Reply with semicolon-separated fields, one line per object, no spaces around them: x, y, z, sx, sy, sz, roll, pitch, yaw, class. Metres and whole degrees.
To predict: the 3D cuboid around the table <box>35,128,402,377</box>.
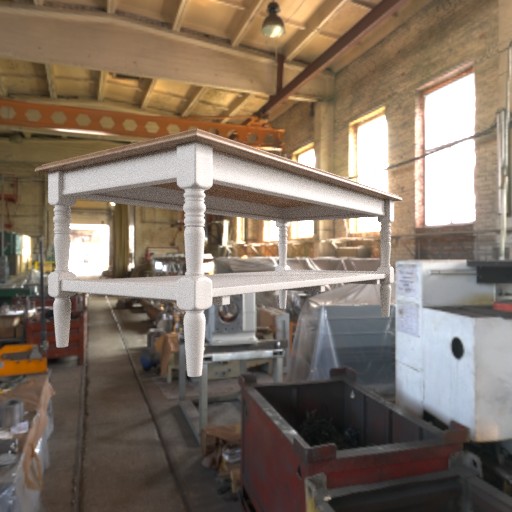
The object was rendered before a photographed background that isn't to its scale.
0.000;0.000;1.397;0.559;0.458;1.118;0;0;36;table
